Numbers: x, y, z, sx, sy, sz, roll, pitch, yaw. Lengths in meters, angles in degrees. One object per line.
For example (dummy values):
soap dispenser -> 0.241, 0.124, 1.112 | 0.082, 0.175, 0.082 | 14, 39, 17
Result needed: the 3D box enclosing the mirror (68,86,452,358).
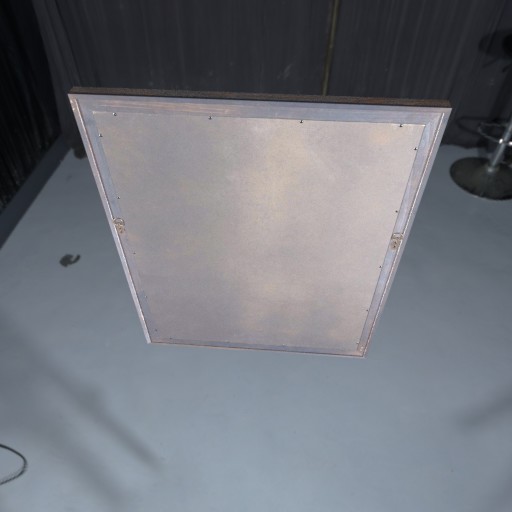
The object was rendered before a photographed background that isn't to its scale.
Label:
mirror -> 0.000, 0.000, 1.169 | 0.730, 0.882, 0.032 | 3, 46, 3
